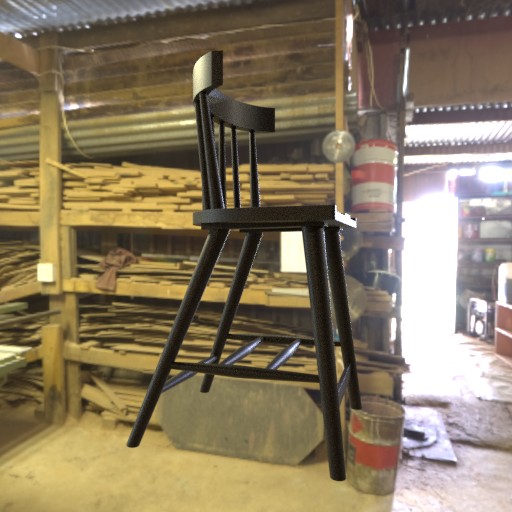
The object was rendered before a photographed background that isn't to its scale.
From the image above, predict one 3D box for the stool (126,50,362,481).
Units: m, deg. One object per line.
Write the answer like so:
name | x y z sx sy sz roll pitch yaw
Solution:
stool | 0.000 0.000 1.238 0.549 0.953 0.494 0 1 18
